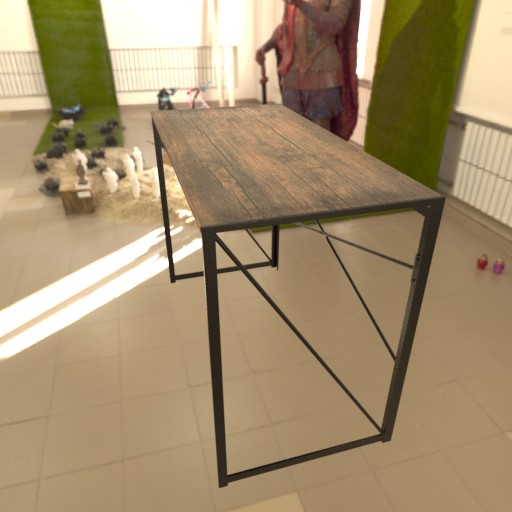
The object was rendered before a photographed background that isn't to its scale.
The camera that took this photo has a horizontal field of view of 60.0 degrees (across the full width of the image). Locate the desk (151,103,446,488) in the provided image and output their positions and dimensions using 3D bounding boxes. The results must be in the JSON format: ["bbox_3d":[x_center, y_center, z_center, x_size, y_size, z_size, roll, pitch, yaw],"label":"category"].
[{"bbox_3d":[0.000,0.000,1.446,0.505,0.747,1.015,-8,31,-14],"label":"desk"}]
